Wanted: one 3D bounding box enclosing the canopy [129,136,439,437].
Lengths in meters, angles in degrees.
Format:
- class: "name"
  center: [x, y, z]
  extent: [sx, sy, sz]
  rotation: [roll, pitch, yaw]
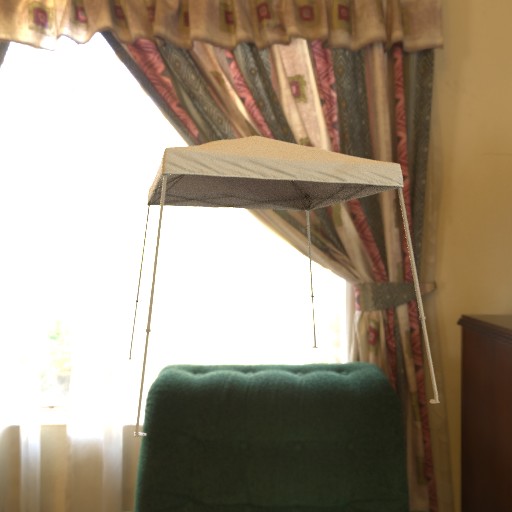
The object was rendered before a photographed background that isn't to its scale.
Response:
- class: "canopy"
  center: [0.000, 0.000, 6.626]
  extent: [3.600, 3.600, 3.599]
  rotation: [0, 0, -17]
